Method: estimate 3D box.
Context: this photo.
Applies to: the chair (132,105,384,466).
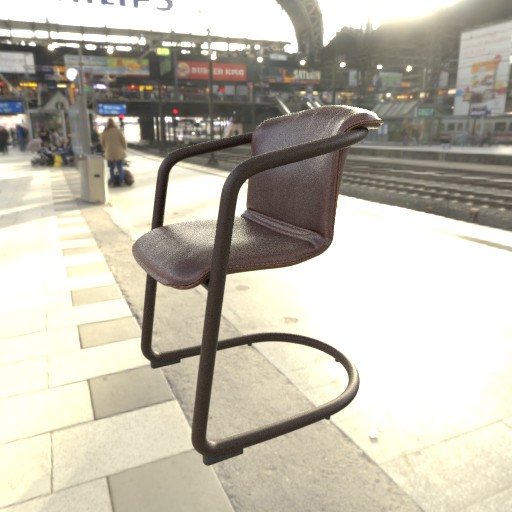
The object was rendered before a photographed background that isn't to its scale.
[{"bbox_3d":[0.000,0.000,1.279,0.664,0.836,0.536,-8,18,-26],"label":"chair"}]
